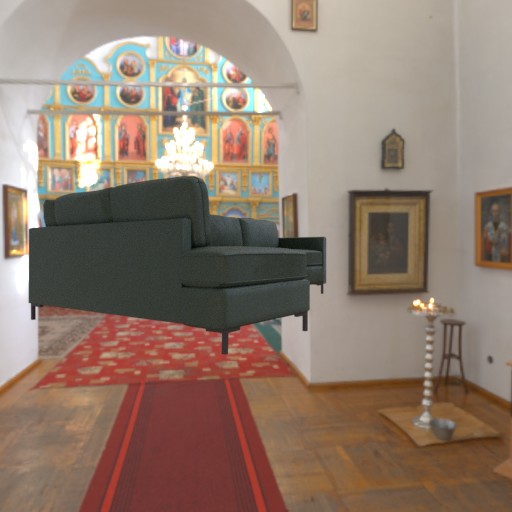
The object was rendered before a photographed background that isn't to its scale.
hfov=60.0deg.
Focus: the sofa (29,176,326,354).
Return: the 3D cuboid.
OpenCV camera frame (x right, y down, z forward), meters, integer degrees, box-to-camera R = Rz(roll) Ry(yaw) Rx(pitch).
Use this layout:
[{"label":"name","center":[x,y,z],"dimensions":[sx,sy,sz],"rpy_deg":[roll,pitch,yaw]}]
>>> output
[{"label":"sofa","center":[0.000,0.000,4.233],"dimensions":[2.048,0.996,3.384],"rpy_deg":[0,1,36]}]
